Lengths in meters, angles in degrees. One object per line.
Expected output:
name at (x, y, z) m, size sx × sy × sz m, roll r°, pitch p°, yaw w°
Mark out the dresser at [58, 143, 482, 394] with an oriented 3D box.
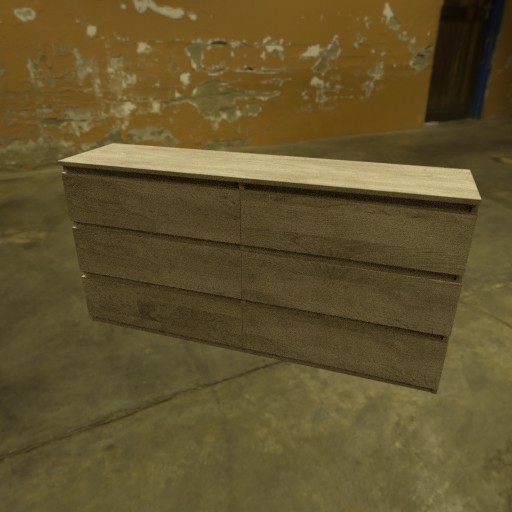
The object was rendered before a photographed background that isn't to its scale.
dresser at (0.000, 0.000, 1.920) m, size 1.590 × 0.795 × 0.390 m, roll 8°, pitch 27°, yaw 17°
